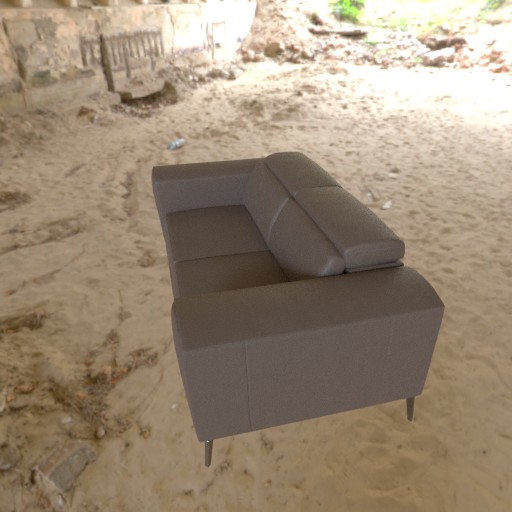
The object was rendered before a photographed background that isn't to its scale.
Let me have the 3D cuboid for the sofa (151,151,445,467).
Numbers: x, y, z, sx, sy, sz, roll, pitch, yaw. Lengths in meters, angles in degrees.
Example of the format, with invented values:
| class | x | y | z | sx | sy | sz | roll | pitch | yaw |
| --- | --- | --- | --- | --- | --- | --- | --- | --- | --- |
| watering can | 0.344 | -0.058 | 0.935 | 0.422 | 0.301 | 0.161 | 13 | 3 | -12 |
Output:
| class | x | y | z | sx | sy | sz | roll | pitch | yaw |
| --- | --- | --- | --- | --- | --- | --- | --- | --- | --- |
| sofa | 0.000 | 0.000 | 2.430 | 1.003 | 0.779 | 1.895 | -7 | 31 | -12 |
